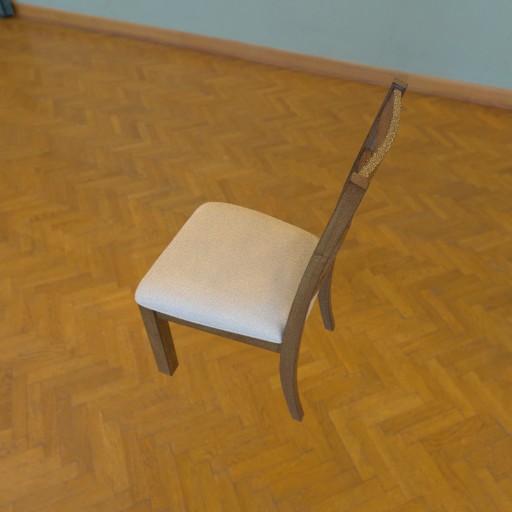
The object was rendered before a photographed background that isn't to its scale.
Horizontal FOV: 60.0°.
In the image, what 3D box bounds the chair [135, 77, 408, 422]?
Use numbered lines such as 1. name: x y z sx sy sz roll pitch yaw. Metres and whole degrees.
1. chair: 0.000 0.000 1.256 0.581 0.949 0.461 17 49 15
